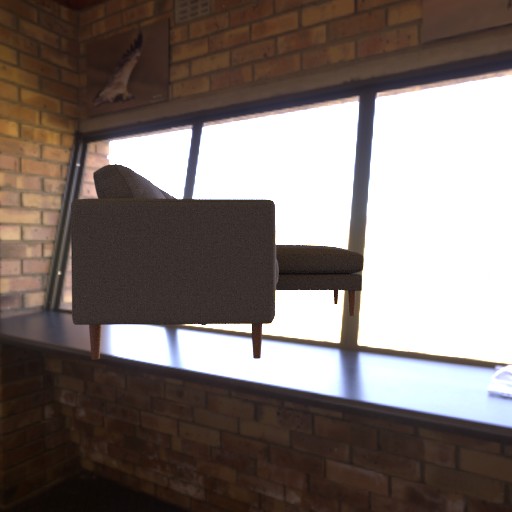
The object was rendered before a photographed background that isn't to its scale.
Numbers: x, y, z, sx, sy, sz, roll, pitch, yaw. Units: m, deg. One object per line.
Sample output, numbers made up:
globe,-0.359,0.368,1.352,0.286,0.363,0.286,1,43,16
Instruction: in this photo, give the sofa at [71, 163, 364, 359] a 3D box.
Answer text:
sofa,0.000,0.000,2.877,1.591,0.897,2.031,0,1,-1
